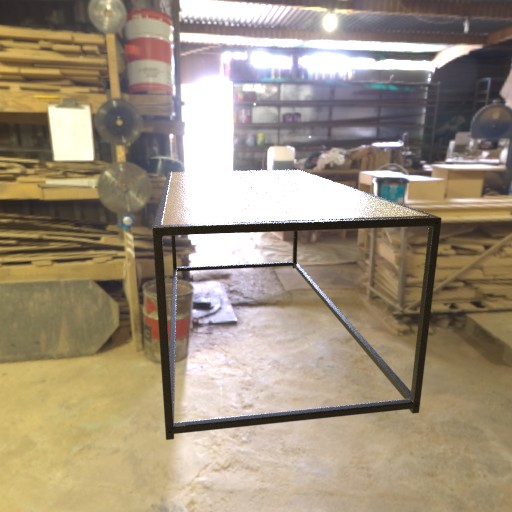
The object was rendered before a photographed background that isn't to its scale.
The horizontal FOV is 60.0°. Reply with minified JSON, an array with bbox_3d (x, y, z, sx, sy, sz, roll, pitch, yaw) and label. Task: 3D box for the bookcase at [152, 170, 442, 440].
[{"bbox_3d":[0.000,0.000,1.271,0.500,0.400,1.000,-3,16,-9],"label":"bookcase"}]
